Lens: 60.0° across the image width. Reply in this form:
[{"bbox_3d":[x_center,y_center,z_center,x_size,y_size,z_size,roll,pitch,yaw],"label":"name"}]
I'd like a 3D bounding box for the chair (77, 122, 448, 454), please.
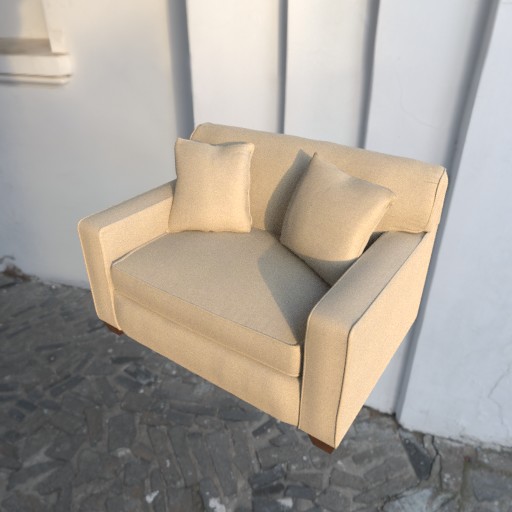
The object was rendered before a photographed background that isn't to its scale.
[{"bbox_3d":[0.000,0.000,2.102,1.383,0.948,1.000,19,36,29],"label":"chair"}]
